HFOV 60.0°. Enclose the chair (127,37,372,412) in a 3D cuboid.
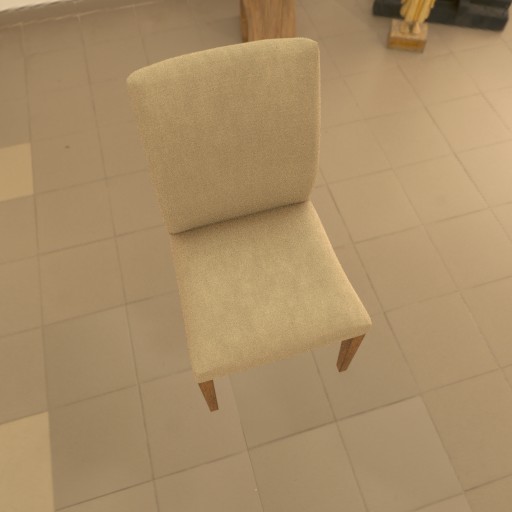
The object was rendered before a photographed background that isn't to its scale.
[{"bbox_3d":[0.000,0.000,1.254,0.496,0.940,0.585,-15,63,-8],"label":"chair"}]
